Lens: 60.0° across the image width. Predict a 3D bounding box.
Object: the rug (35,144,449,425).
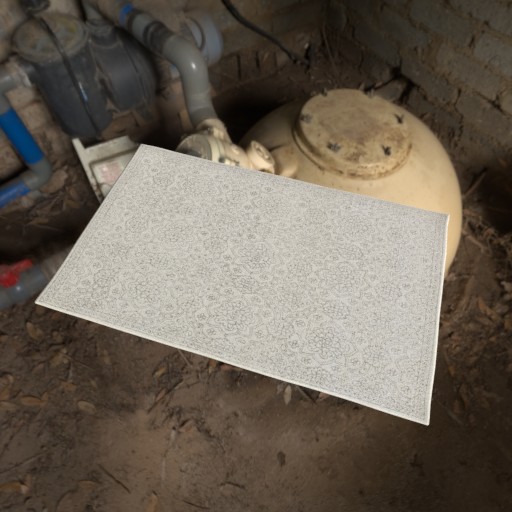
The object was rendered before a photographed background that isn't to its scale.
[{"bbox_3d":[0.000,0.000,2.378,1.947,0.023,1.214,15,58,10],"label":"rug"}]
